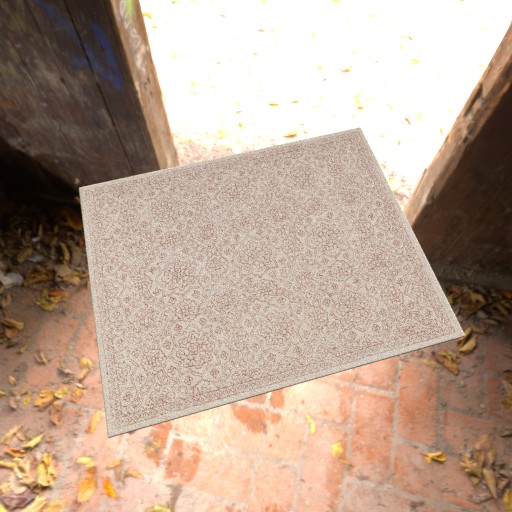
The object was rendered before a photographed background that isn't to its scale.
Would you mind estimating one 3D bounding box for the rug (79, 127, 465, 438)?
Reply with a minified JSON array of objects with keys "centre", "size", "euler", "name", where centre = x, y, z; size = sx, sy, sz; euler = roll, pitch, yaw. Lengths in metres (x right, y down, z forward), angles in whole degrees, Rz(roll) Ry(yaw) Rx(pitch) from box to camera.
[{"centre":[0.000,0.000,4.146],"size":[3.050,0.015,2.441],"euler":[-14,64,-7],"name":"rug"}]
